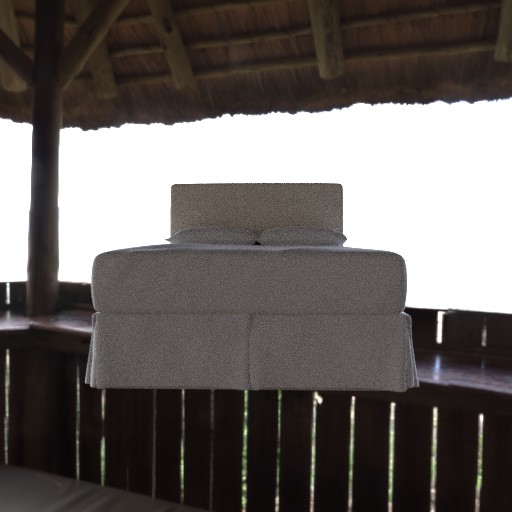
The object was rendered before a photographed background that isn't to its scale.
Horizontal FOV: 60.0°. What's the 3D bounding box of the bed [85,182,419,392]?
[{"bbox_3d":[0.000,0.000,3.248,1.714,1.330,2.147,0,2,2],"label":"bed"}]
